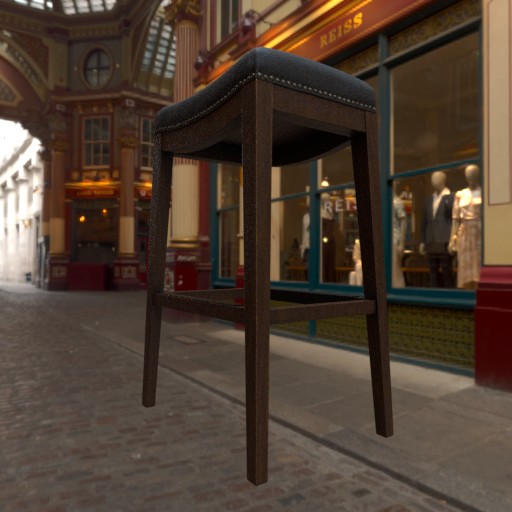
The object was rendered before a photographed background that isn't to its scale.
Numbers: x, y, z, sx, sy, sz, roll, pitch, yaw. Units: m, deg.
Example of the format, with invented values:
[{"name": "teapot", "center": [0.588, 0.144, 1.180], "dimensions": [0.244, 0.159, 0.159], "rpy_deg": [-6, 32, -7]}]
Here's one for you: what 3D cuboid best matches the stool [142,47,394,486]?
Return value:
[{"name": "stool", "center": [0.000, 0.000, 1.040], "dimensions": [0.361, 0.765, 0.500], "rpy_deg": [0, 0, -36]}]
